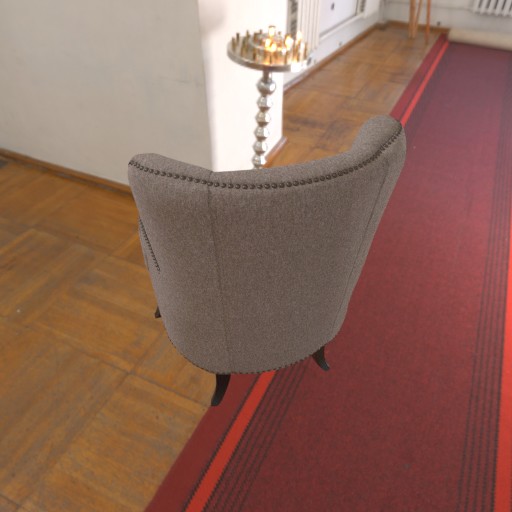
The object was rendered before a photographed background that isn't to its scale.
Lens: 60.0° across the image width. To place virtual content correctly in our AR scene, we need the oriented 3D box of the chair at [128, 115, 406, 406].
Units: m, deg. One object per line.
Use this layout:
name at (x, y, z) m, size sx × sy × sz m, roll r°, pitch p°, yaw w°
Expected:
chair at (0.000, 0.000, 1.575) m, size 0.759 × 1.060 × 0.758 m, roll -13°, pitch 43°, yaw -15°
